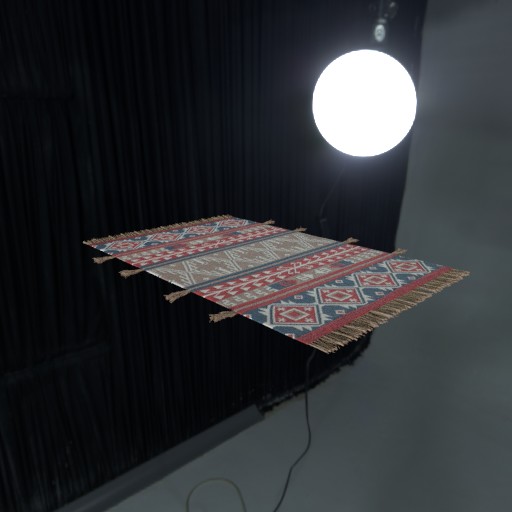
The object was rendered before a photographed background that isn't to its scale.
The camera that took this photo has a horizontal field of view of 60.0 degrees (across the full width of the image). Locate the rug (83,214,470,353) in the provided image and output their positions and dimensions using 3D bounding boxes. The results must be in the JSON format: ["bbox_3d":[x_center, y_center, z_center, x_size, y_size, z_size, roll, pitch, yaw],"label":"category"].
[{"bbox_3d":[0.000,0.000,2.625,1.469,0.040,2.025,-16,23,-41],"label":"rug"}]
